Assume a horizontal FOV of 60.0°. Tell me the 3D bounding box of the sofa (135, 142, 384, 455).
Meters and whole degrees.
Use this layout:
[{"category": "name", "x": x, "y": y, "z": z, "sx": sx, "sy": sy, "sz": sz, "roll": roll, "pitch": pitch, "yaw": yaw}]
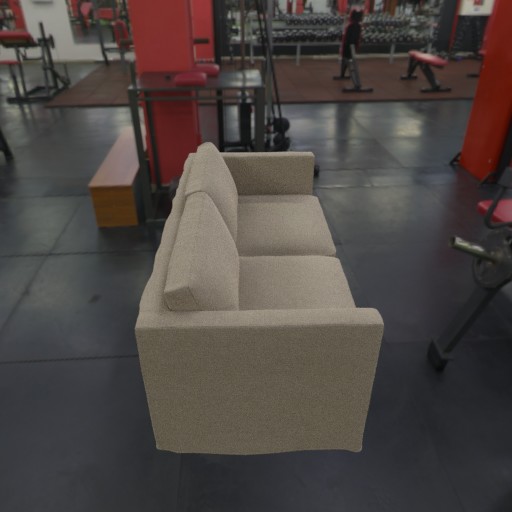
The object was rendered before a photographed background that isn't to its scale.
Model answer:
[{"category": "sofa", "x": 0.000, "y": 0.000, "z": 2.582, "sx": 0.956, "sy": 0.847, "sz": 1.987, "roll": -1, "pitch": 32, "yaw": -1}]
